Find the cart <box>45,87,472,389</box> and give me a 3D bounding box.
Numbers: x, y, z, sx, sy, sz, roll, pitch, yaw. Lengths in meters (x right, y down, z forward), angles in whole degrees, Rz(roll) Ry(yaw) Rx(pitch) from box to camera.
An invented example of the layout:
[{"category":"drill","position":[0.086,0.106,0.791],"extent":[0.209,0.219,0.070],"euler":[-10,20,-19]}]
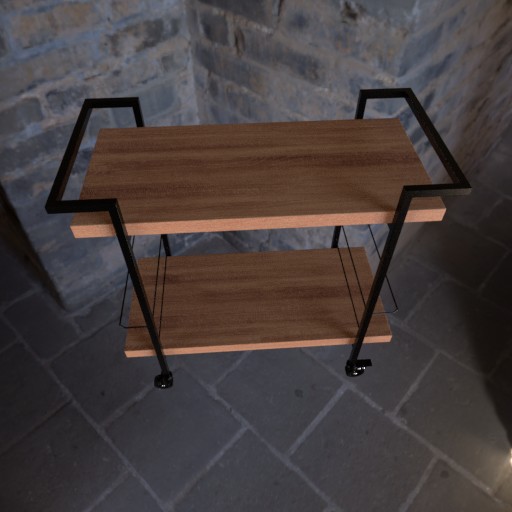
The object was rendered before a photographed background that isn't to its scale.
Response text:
[{"category":"cart","position":[0.000,0.000,1.246],"extent":[0.806,0.762,0.406],"euler":[-3,48,-3]}]
